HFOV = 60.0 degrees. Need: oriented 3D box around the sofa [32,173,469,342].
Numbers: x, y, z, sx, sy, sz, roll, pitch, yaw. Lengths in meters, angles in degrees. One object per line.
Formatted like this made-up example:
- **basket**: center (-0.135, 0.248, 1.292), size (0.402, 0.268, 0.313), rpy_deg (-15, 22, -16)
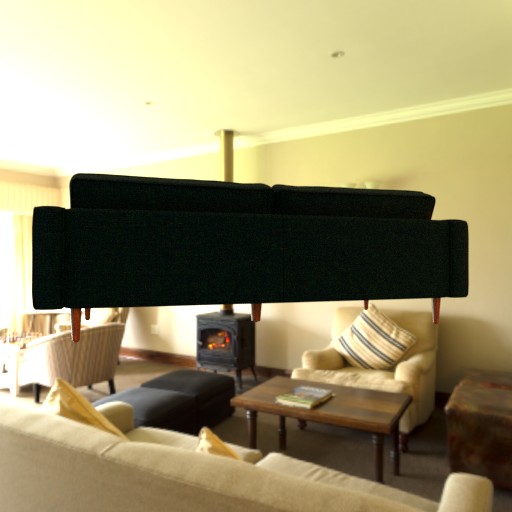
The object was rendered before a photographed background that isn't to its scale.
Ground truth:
- **sofa**: center (0.000, 0.000, 2.564), size (2.210, 0.762, 0.914), rpy_deg (0, -1, -17)
